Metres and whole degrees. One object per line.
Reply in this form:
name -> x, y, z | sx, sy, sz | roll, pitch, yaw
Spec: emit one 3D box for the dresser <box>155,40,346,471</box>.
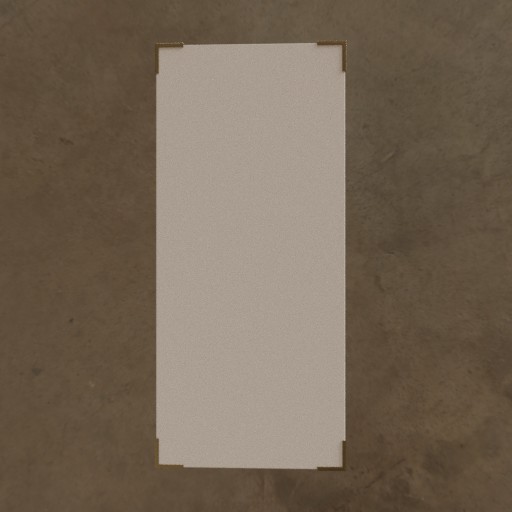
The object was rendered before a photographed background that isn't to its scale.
dresser -> 0.000, 0.000, 1.504 | 0.460, 0.891, 1.022 | 0, 90, 2
